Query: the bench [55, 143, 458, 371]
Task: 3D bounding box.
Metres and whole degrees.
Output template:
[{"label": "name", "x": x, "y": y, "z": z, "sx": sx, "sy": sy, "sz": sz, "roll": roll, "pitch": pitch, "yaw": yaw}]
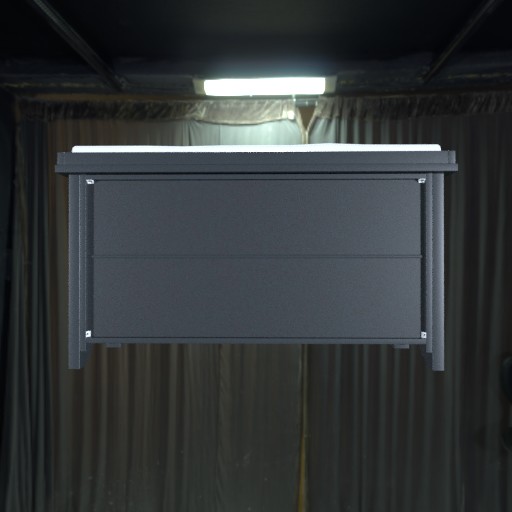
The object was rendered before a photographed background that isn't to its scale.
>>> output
[{"label": "bench", "x": 0.000, "y": 0.000, "z": 1.239, "sx": 0.973, "sy": 0.561, "sz": 0.345, "roll": 0, "pitch": 0, "yaw": 1}]
